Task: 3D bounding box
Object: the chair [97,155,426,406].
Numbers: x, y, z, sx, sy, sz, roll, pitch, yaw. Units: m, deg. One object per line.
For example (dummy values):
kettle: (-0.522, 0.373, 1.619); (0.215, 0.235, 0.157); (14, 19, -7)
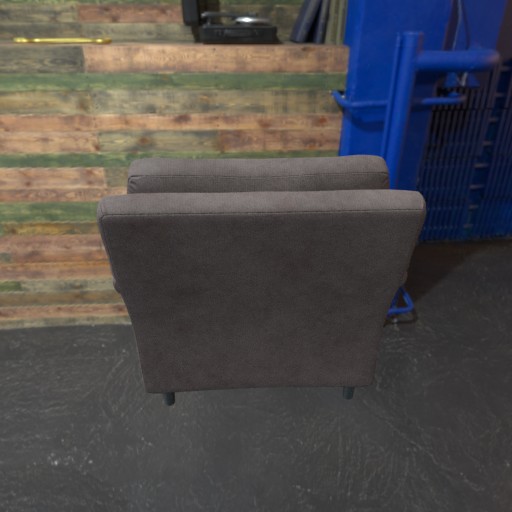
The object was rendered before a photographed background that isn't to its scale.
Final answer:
chair: (0.000, 0.000, 1.826); (0.955, 0.997, 1.070); (-1, 30, -2)
